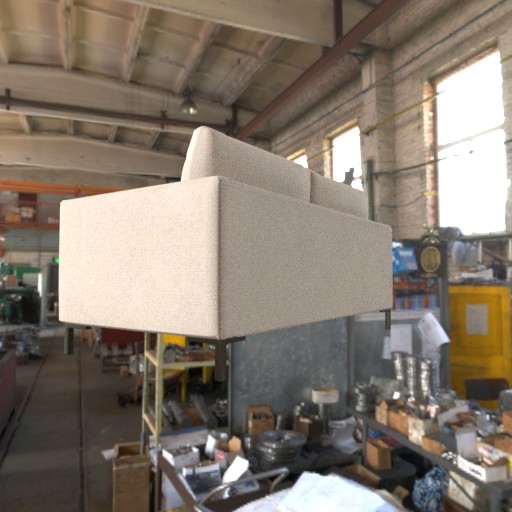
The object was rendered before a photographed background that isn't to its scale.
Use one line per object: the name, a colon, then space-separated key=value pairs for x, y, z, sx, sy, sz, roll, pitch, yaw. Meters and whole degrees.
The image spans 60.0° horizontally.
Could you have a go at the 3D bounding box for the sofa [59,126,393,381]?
sofa: x=0.000 y=0.000 z=2.249 sx=0.875 sy=0.840 sz=1.682 roll=-2 pitch=-3 yaw=35
